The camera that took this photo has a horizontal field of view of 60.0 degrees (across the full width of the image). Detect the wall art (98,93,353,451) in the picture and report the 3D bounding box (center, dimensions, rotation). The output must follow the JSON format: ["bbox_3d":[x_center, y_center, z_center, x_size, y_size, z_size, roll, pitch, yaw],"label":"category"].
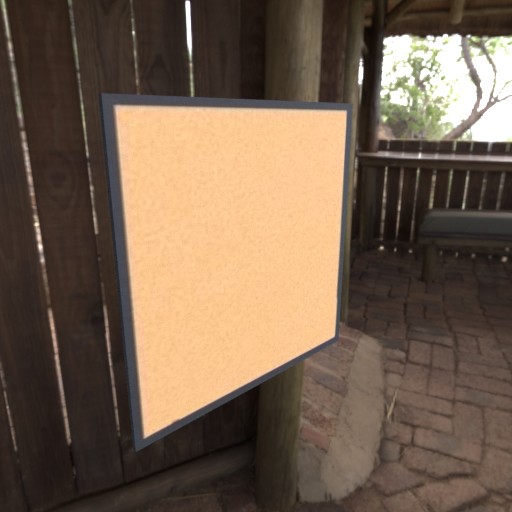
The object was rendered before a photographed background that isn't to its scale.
[{"bbox_3d":[0.000,0.000,1.238,0.823,0.823,0.013,-16,23,-41],"label":"wall art"}]
